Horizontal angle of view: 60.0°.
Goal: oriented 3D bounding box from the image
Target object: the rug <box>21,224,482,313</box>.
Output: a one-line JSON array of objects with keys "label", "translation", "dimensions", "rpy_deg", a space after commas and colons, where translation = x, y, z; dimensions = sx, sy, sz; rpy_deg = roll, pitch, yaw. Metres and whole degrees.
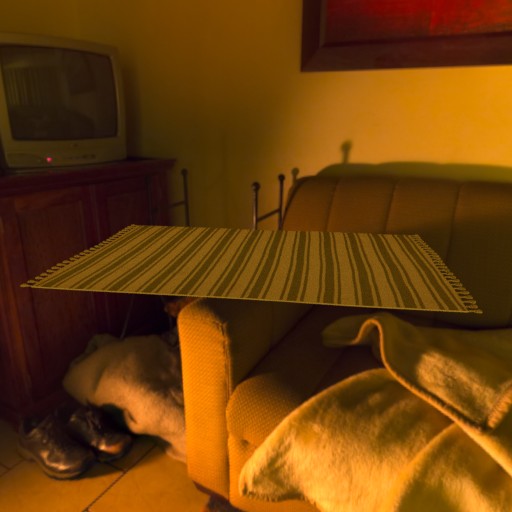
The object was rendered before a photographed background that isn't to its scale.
[{"label": "rug", "translation": [0.000, 0.000, 2.300], "dimensions": [1.875, 0.013, 1.162], "rpy_deg": [3, 17, 8]}]
